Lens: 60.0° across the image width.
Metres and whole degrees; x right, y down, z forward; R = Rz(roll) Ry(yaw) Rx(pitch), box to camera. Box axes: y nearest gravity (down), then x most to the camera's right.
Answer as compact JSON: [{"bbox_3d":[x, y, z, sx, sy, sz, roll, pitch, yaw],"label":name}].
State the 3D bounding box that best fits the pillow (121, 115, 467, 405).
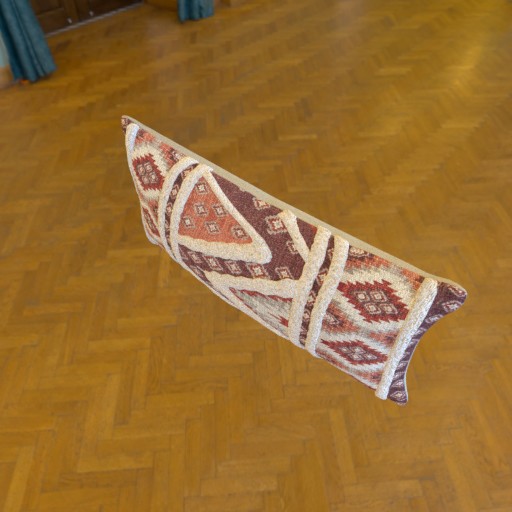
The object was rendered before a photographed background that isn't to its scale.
[{"bbox_3d":[0.000,0.000,0.727,0.608,0.295,0.161,31,55,25],"label":"pillow"}]
